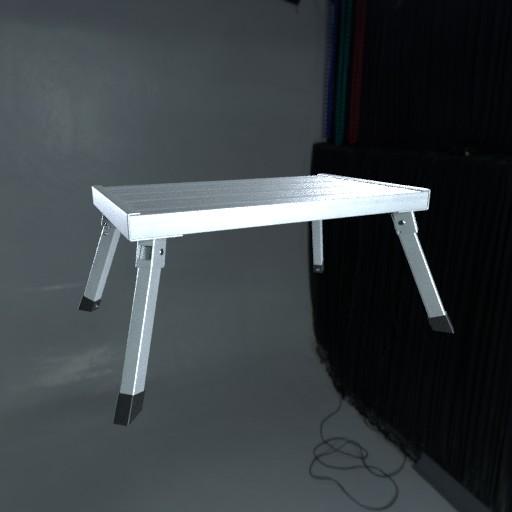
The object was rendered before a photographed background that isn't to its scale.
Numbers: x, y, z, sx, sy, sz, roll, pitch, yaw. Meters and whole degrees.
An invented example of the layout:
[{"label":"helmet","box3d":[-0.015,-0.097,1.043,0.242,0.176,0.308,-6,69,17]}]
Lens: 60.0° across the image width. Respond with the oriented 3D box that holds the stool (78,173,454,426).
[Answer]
[{"label":"stool","box3d":[0.000,0.000,0.728,0.535,0.225,0.385,-8,18,-26]}]
